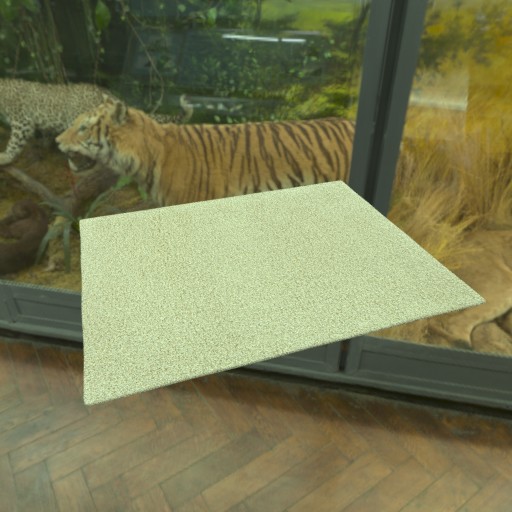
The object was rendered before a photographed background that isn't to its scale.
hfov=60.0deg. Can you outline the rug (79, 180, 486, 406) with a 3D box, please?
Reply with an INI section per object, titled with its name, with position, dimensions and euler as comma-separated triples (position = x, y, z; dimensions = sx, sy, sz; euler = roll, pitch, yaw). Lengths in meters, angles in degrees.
[rug]
position = 0.000, 0.000, 4.065
dimensions = 3.047, 0.029, 2.438
euler = -11, 35, -16
